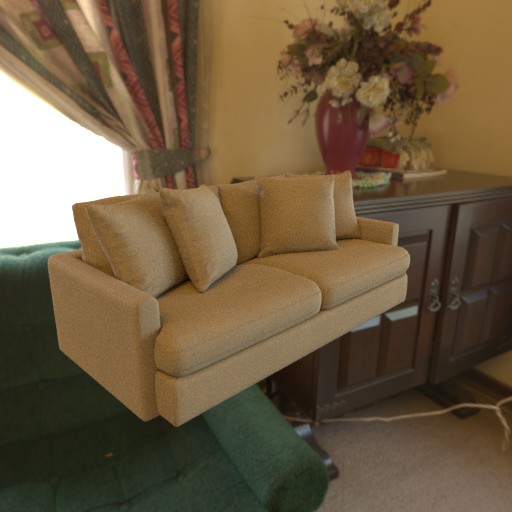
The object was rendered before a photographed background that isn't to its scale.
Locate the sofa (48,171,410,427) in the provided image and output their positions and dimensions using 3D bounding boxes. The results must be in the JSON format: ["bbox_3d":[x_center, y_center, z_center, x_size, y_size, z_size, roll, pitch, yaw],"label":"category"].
[{"bbox_3d":[0.000,0.000,3.082,2.380,1.084,1.228,-16,23,-42],"label":"sofa"}]
